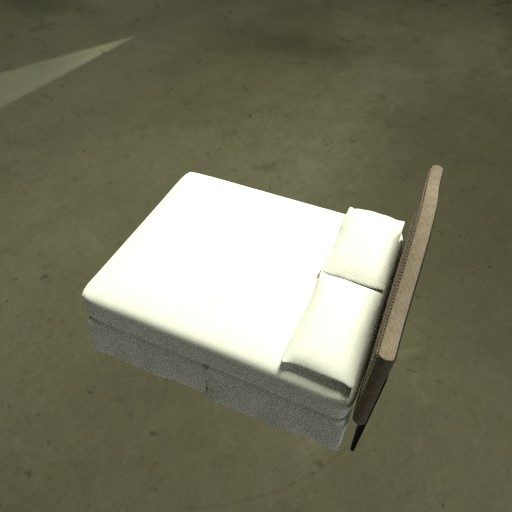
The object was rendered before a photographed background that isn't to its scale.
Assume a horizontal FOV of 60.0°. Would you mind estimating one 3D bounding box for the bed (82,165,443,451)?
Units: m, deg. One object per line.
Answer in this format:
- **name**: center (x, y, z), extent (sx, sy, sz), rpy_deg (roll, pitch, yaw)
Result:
- **bed**: center (0.000, 0.000, 3.268), extent (2.153, 1.518, 1.713), rpy_deg (18, 50, 16)
